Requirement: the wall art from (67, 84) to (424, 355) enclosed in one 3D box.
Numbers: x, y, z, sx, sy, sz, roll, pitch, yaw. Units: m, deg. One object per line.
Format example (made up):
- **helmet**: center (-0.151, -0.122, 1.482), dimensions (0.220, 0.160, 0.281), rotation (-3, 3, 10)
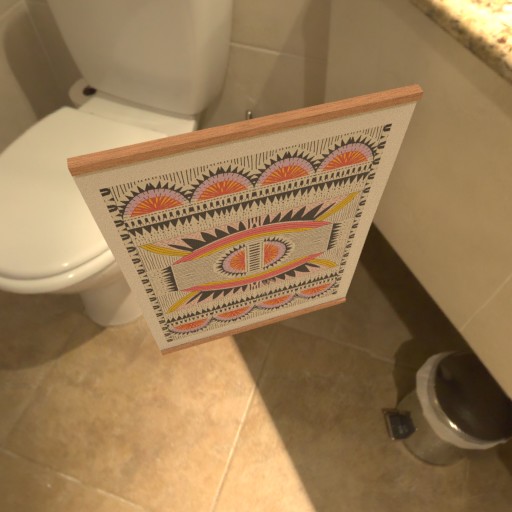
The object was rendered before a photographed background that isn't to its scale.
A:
- **wall art**: center (0.000, 0.000, 1.341), dimensions (0.765, 1.016, 0.028), rotation (-15, 59, -9)
